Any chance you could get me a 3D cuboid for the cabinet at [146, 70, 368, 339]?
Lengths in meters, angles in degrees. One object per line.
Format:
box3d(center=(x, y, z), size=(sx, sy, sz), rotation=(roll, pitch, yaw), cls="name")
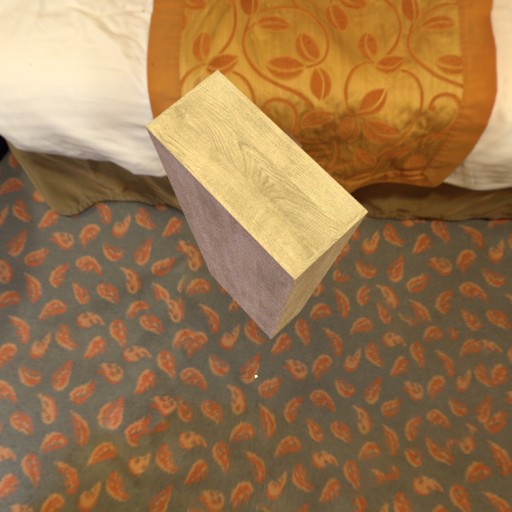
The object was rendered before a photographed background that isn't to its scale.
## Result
box3d(center=(0.000, 0.000, 1.833), size=(0.250, 1.630, 0.520), rotation=(-42, 79, -10), cls="cabinet")
